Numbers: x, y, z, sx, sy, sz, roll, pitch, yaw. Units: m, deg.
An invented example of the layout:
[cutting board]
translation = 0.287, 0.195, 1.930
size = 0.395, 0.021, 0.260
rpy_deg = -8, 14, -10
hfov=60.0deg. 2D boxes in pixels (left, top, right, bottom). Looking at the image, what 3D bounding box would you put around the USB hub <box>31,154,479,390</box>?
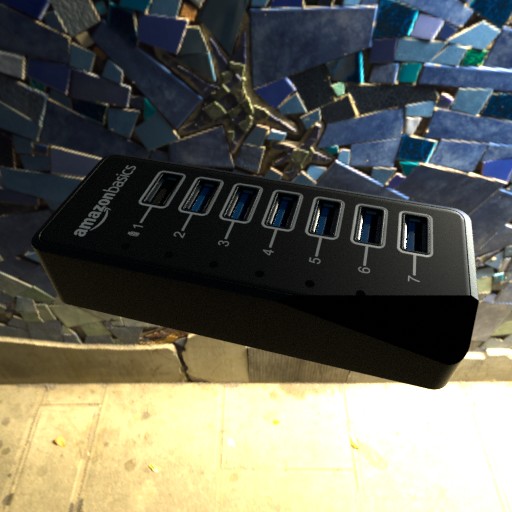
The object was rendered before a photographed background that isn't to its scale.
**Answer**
[USB hub]
translation = 0.000, 0.000, 0.124
size = 0.110, 0.023, 0.044
rpy_deg = 11, 48, 10
